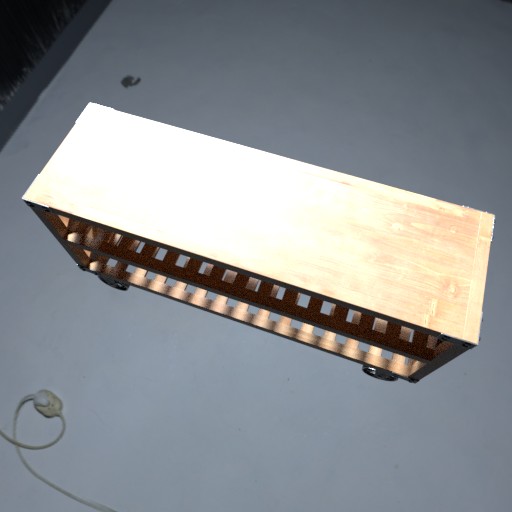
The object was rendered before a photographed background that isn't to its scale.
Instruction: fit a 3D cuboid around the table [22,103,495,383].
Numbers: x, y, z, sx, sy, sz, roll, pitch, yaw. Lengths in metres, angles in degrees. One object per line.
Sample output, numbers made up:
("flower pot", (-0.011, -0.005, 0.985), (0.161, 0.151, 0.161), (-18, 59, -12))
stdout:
("table", (0.000, 0.000, 1.759), (1.487, 0.711, 0.467), (17, 64, 9))
